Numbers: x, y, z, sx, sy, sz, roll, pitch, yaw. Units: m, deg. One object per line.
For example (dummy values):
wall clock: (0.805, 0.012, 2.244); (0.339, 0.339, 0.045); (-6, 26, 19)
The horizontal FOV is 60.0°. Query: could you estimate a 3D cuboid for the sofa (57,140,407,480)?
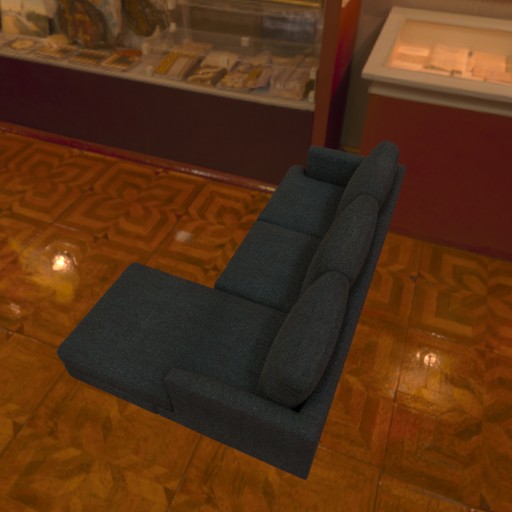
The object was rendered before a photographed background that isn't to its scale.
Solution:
sofa: (0.000, 0.000, 2.953); (1.504, 0.956, 2.233); (17, 48, 16)
